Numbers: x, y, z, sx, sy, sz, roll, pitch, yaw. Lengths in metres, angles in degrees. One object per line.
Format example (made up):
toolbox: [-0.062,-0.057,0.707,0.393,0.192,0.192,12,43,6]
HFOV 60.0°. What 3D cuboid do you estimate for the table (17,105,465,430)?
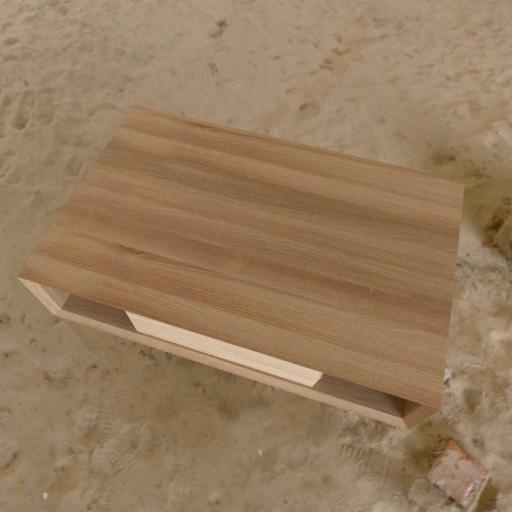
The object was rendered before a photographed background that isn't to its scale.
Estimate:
table: [0.000,0.000,1.395,1.100,0.330,0.700,16,60,9]
